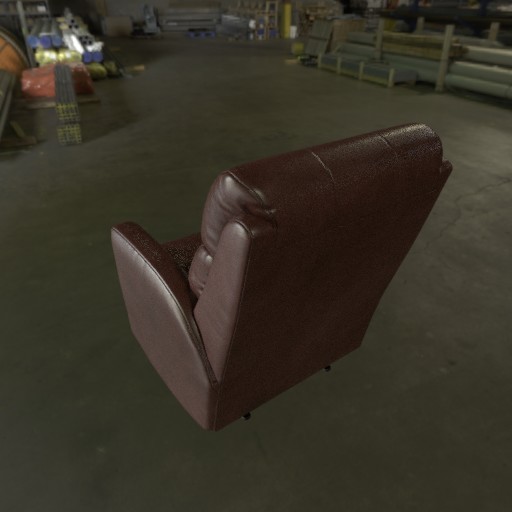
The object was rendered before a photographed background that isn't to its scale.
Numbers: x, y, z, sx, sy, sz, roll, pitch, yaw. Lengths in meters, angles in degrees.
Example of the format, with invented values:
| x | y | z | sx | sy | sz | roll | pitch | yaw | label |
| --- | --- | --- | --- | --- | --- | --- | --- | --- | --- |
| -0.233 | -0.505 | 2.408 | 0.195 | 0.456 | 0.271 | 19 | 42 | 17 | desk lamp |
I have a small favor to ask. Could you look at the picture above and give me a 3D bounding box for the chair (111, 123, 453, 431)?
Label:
| x | y | z | sx | sy | sz | roll | pitch | yaw | label |
| --- | --- | --- | --- | --- | --- | --- | --- | --- | --- |
| 0.000 | 0.000 | 1.600 | 0.787 | 1.016 | 0.939 | -21 | 37 | -30 | chair |
